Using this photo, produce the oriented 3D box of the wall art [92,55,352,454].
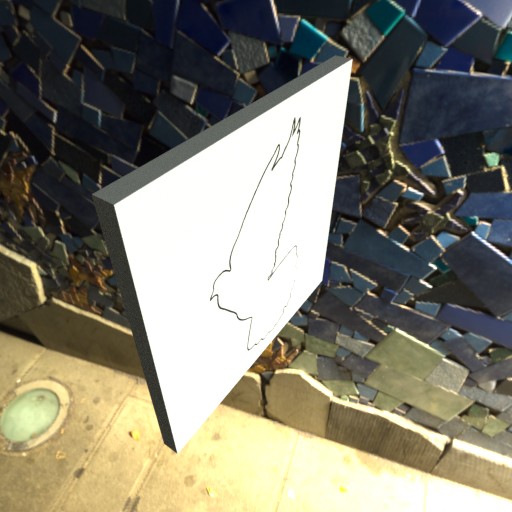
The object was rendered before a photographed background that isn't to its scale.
[{"bbox_3d":[0.000,0.000,0.892,0.038,0.610,0.610,25,47,25],"label":"wall art"}]
